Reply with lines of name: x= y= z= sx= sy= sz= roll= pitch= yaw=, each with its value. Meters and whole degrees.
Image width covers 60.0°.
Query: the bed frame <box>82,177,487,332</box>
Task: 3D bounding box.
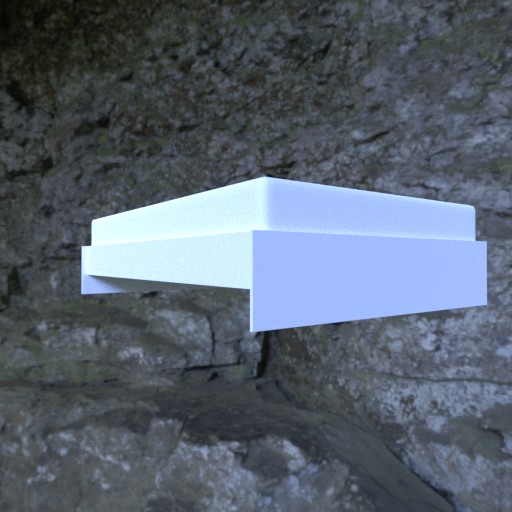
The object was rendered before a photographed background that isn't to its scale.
bed frame: x=0.000 y=0.000 z=2.583 sx=1.445 sy=0.497 sz=1.945 roll=0 pitch=-1 yaw=-36
